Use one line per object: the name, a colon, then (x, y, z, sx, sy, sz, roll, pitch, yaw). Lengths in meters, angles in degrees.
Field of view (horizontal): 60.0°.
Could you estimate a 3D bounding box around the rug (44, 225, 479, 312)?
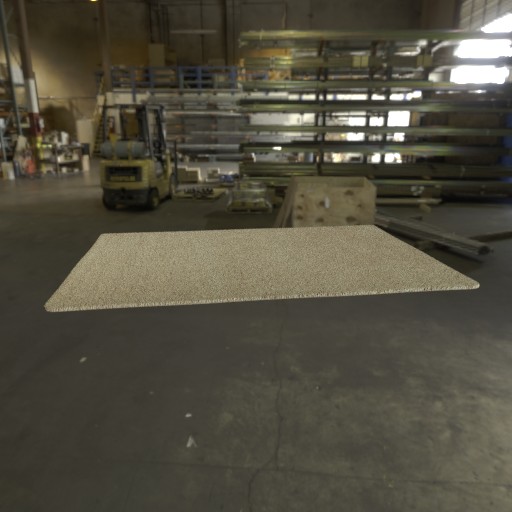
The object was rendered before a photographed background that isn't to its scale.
rug: (0.000, 0.000, 3.523, 2.700, 0.024, 1.801, -2, 17, -8)
